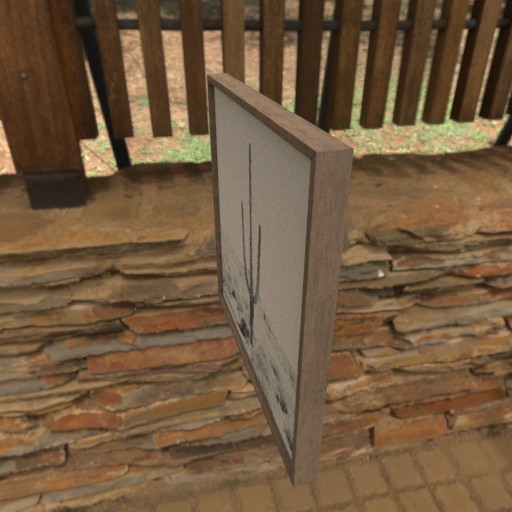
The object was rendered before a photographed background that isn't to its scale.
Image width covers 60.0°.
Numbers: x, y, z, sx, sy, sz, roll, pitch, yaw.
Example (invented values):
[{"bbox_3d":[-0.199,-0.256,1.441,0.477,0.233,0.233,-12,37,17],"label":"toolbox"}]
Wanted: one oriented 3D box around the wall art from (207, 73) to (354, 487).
[{"bbox_3d":[0.000,0.000,0.748,0.038,0.508,0.508,-9,31,-14],"label":"wall art"}]
